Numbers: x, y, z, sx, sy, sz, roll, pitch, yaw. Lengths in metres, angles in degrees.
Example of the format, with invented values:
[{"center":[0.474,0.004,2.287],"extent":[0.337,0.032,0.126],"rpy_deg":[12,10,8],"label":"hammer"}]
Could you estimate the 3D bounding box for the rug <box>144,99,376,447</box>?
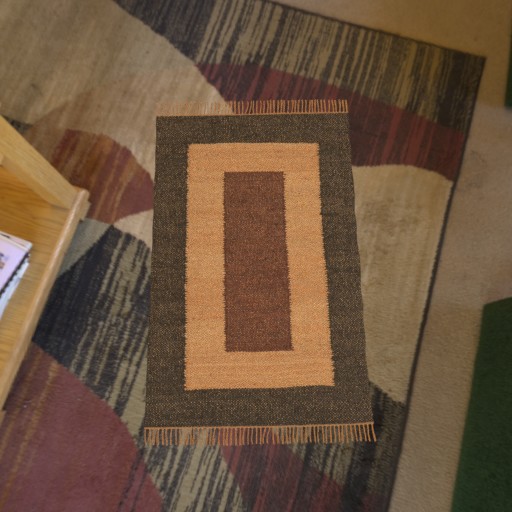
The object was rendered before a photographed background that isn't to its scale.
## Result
[{"center":[0.000,0.000,1.932],"extent":[0.920,0.013,1.541],"rpy_deg":[-1,76,0],"label":"rug"}]
